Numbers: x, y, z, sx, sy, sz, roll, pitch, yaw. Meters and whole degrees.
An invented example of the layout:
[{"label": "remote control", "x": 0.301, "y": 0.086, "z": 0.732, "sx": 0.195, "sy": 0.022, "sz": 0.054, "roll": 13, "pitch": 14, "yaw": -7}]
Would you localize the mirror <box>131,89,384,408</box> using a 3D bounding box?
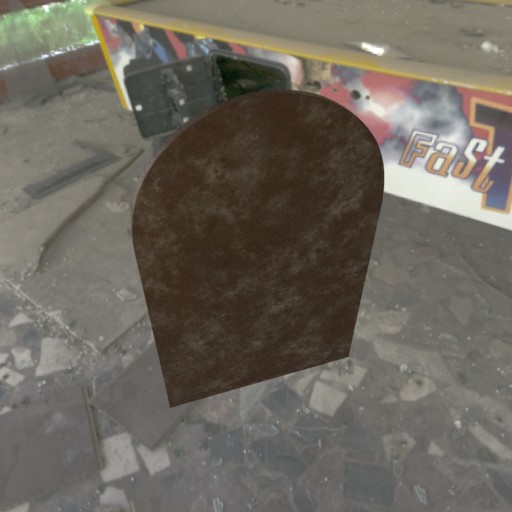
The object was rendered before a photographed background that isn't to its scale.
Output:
[{"label": "mirror", "x": 0.000, "y": 0.000, "z": 0.994, "sx": 0.510, "sy": 0.770, "sz": 0.137, "roll": -12, "pitch": 42, "yaw": -14}]
